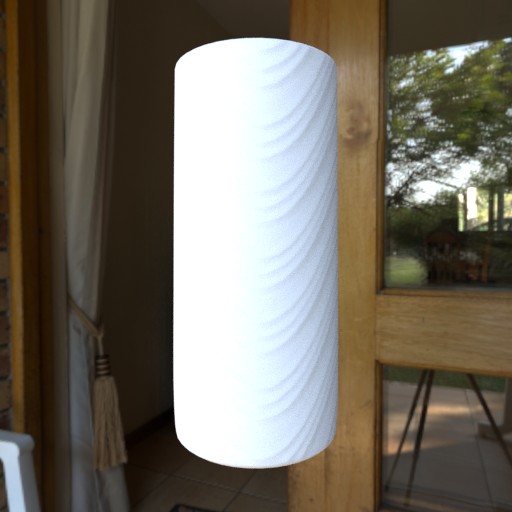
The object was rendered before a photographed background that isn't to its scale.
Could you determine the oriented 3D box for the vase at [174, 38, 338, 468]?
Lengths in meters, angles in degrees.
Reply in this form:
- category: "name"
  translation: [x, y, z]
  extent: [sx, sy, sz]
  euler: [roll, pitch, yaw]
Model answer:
- category: "vase"
  translation: [0.000, 0.000, 0.388]
  extent: [0.143, 0.316, 0.143]
  euler: [0, 2, 0]
